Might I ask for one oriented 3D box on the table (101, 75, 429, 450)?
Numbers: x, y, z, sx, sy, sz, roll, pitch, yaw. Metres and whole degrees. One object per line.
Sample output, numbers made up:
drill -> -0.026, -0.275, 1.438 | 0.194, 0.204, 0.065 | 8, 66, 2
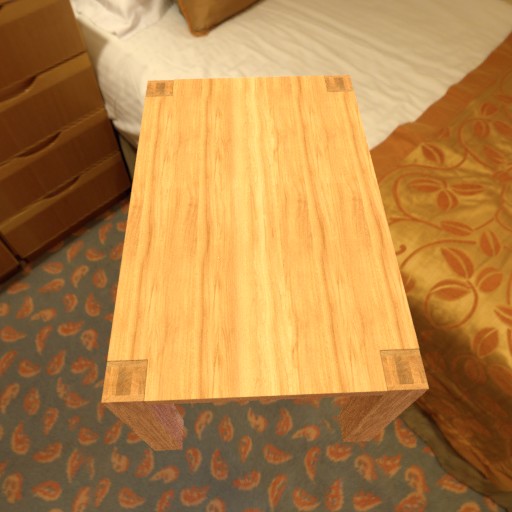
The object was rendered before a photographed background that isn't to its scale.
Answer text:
table -> 0.000, 0.000, 1.909 | 0.900, 0.760, 1.400 | -2, 57, -1
